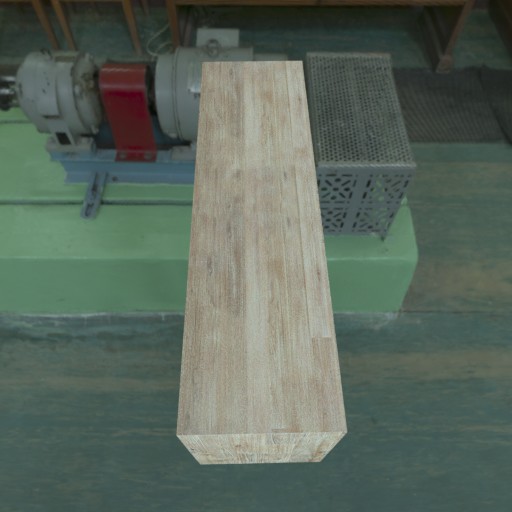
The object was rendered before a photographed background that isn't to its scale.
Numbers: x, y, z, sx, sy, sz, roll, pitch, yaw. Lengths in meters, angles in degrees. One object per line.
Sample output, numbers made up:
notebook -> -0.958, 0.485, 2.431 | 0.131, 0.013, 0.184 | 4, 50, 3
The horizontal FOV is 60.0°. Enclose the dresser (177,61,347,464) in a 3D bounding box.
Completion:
dresser -> 0.000, 0.000, 1.934 | 0.455, 0.788, 1.602 | -1, 58, -1
